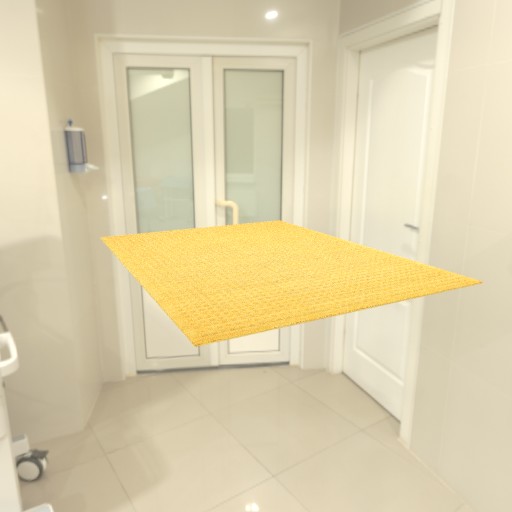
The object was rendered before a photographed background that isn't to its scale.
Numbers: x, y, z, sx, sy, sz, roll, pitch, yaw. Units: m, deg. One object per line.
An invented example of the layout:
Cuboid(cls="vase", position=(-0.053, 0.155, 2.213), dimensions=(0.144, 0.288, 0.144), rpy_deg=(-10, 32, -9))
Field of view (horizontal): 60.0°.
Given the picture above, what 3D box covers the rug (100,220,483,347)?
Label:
Cuboid(cls="rug", position=(0.000, 0.000, 4.450), dimensions=(2.486, 0.015, 3.242), rpy_deg=(-8, 16, -27))
